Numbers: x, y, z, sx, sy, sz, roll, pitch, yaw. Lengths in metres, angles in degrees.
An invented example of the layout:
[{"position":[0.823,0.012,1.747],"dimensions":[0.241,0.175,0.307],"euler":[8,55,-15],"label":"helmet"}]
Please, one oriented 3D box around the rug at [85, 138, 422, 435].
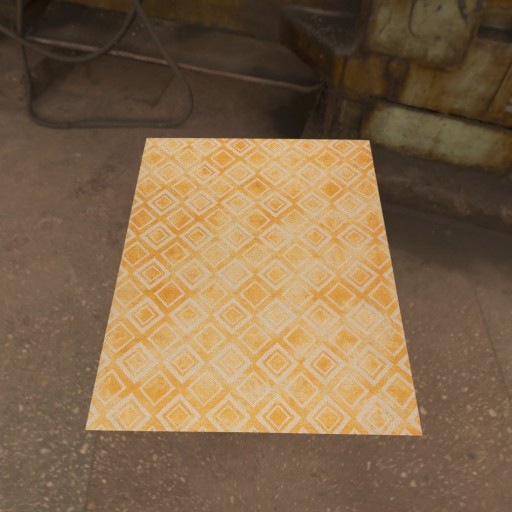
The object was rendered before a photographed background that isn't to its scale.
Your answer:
[{"position":[0.000,0.000,4.018],"dimensions":[2.433,0.011,3.037],"euler":[1,57,0],"label":"rug"}]
